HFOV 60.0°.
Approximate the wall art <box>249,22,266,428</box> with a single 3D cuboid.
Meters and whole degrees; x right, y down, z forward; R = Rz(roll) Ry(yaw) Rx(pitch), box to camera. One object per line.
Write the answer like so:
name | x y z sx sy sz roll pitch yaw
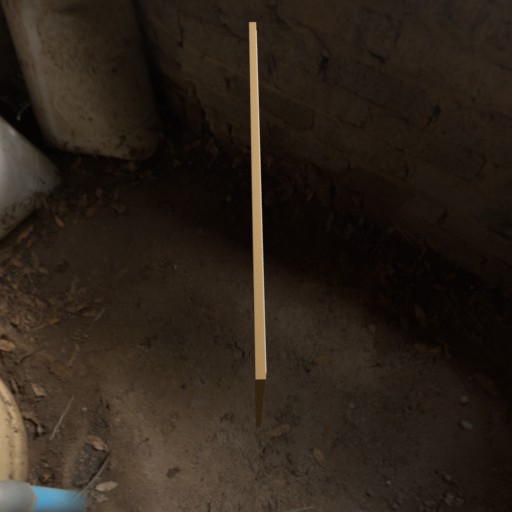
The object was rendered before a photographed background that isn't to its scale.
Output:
wall art | 0.000 0.000 0.983 0.014 0.655 0.657 -1 64 0
